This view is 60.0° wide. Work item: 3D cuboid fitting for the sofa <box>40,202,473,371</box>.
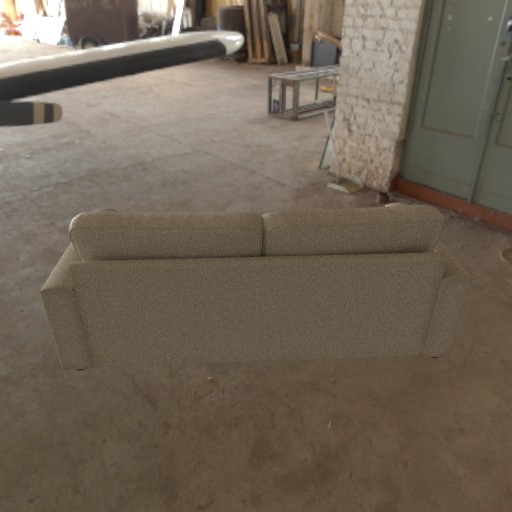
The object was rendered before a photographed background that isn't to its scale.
[{"bbox_3d":[0.000,0.000,2.703,2.179,0.873,1.016,-1,30,-2],"label":"sofa"}]
